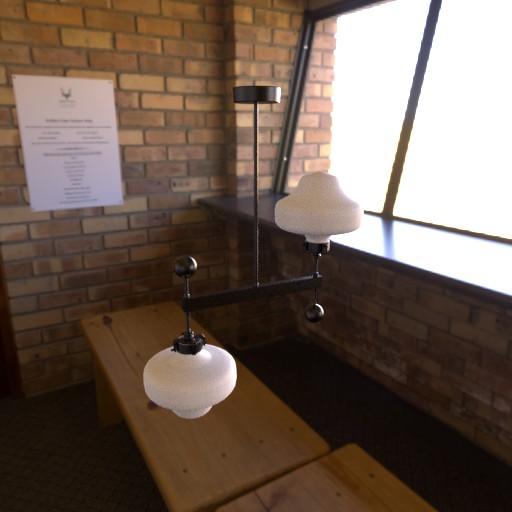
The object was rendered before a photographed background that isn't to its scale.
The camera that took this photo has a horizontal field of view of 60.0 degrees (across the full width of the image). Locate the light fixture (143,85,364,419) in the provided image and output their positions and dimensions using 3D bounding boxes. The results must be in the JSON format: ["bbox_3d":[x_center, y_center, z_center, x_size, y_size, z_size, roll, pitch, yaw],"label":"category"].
[{"bbox_3d":[0.000,0.000,1.043,0.422,0.743,0.489,8,18,26],"label":"light fixture"}]
